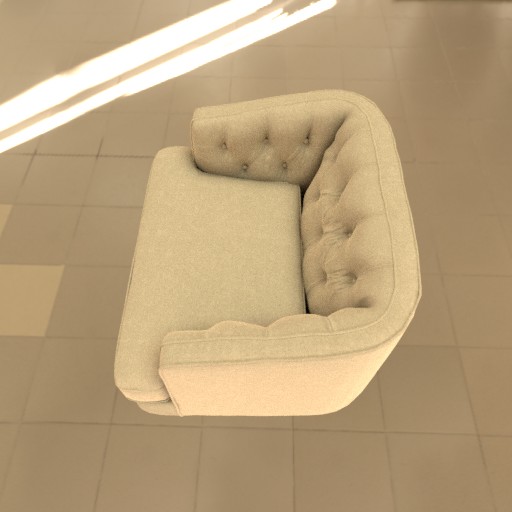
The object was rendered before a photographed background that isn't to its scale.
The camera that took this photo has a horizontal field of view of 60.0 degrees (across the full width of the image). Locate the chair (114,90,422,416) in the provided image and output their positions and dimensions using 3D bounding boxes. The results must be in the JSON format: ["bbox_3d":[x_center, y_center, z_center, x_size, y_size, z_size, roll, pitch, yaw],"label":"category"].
[{"bbox_3d":[0.000,0.000,1.728,0.941,0.852,1.104,1,58,1],"label":"chair"}]
